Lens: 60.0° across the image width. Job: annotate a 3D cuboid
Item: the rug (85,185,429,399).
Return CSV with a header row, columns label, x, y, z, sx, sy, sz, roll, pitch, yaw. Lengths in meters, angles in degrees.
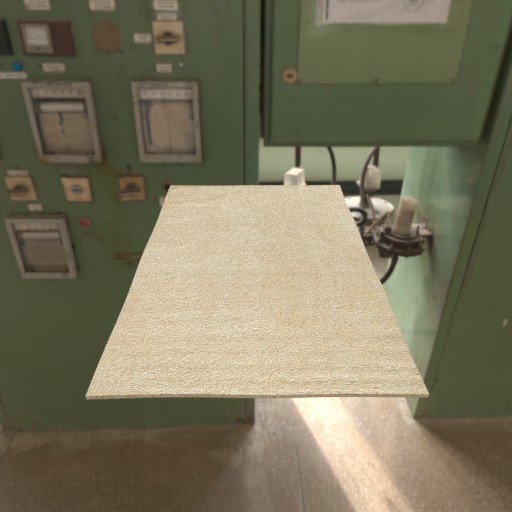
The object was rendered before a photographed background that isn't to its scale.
label,x,y,z,sx,sy,sz,roll,pitch,yaw
rug,0.000,0.000,2.933,1.500,0.025,2.346,0,32,0
